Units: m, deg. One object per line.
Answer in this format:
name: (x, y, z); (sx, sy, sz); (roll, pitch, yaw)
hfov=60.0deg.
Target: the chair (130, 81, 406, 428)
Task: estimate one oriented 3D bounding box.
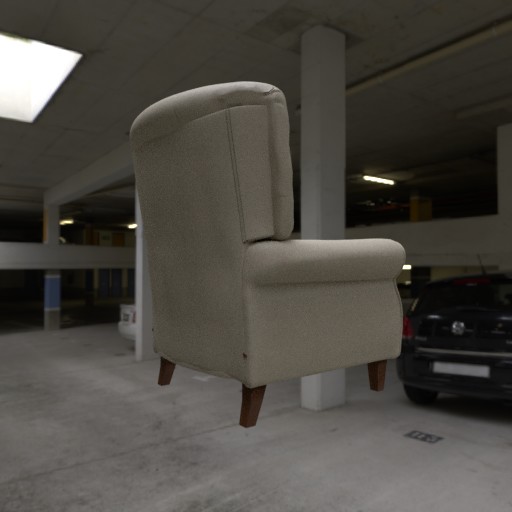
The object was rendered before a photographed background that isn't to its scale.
chair: (0.000, 0.000, 1.932); (1.059, 1.158, 0.943); (1, -1, -37)
